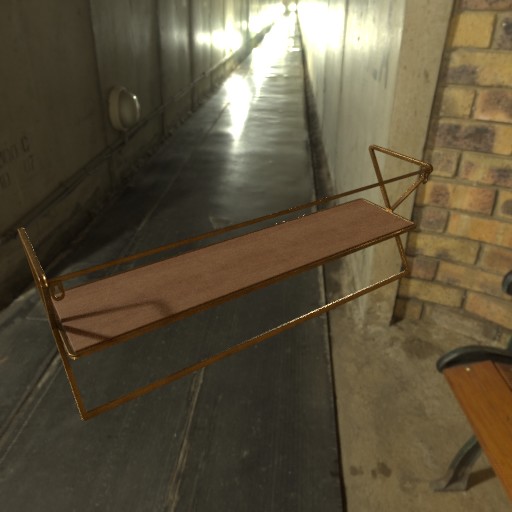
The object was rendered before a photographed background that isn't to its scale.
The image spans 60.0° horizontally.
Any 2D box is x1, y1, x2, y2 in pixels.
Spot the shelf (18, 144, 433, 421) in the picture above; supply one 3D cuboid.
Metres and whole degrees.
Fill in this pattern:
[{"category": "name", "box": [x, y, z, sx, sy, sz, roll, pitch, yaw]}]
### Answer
[{"category": "shelf", "box": [0.000, 0.000, 0.733, 0.645, 0.229, 0.150, -19, 36, -28]}]
